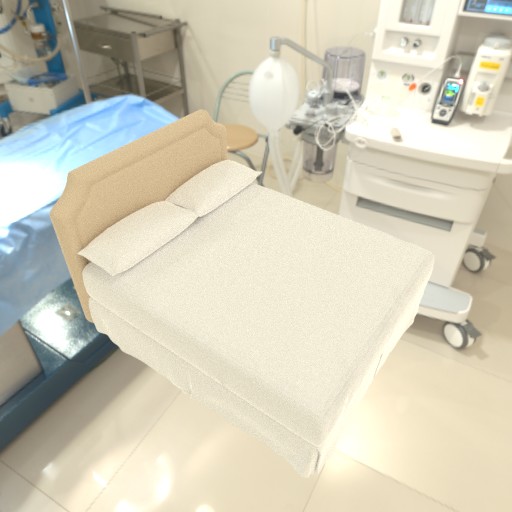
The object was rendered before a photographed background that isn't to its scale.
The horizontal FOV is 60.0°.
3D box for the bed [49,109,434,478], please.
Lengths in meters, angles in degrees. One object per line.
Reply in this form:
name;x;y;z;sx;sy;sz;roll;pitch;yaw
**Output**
bed;0.000;0.000;3.839;2.548;1.524;2.134;25;46;27
